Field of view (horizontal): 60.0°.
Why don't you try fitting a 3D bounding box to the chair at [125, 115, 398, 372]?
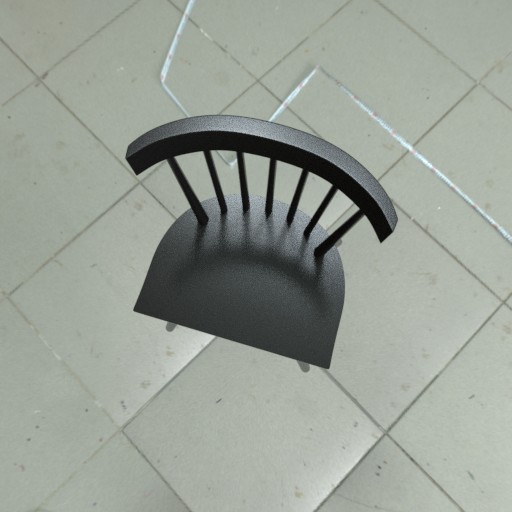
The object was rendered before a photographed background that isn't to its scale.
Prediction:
[{"bbox_3d":[0.000,0.000,1.132,0.506,0.844,0.483,16,77,4],"label":"chair"}]
